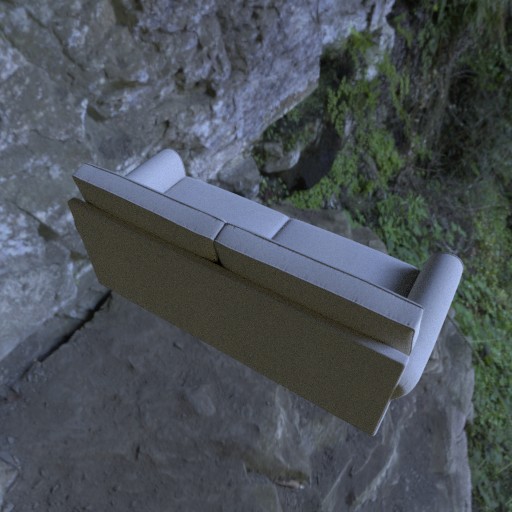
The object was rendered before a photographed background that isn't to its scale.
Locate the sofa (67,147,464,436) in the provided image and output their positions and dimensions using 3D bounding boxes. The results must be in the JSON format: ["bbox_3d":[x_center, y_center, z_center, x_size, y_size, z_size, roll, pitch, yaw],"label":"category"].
[{"bbox_3d":[0.000,0.000,2.631,2.146,0.962,0.901,24,51,22],"label":"sofa"}]
